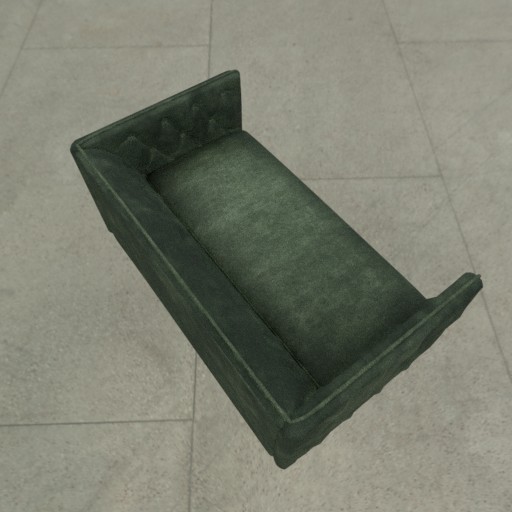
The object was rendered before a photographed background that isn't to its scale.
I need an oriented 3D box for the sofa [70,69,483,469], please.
[{"bbox_3d":[0.000,0.000,2.018,0.895,0.768,1.537,-33,63,-19],"label":"sofa"}]
